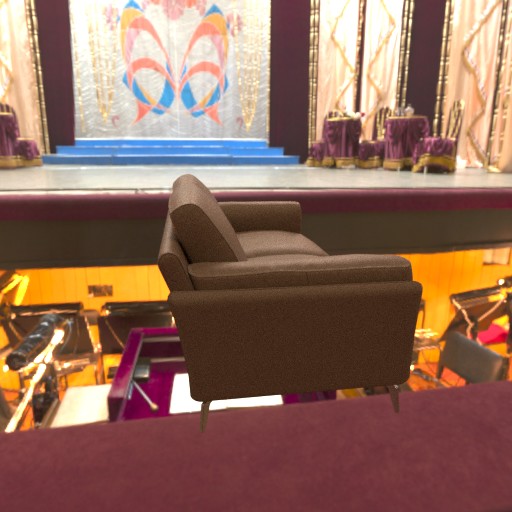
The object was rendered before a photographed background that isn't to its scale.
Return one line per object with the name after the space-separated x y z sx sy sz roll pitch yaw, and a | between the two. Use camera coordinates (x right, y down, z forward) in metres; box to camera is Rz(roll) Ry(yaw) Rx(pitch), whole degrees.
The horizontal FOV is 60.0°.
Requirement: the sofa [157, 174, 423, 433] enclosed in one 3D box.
0.000 0.000 2.709 1.049 0.930 2.101 -2 14 -9 | sofa
